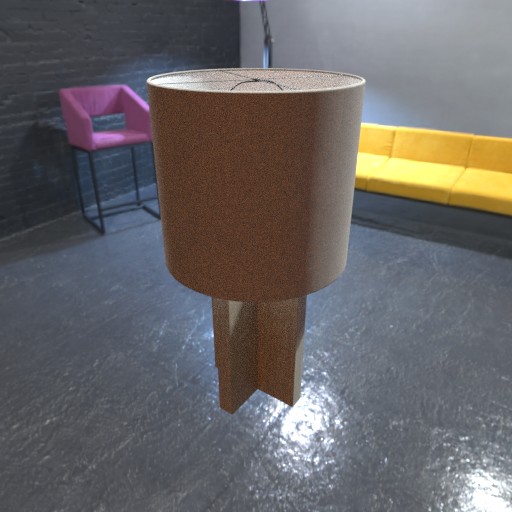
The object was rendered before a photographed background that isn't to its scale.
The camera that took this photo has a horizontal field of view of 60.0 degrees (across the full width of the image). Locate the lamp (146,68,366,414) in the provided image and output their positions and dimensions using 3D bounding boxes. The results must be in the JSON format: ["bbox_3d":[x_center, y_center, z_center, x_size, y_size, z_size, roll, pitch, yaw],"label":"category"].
[{"bbox_3d":[0.000,0.000,0.570,0.229,0.428,0.229,18,33,31],"label":"lamp"}]
